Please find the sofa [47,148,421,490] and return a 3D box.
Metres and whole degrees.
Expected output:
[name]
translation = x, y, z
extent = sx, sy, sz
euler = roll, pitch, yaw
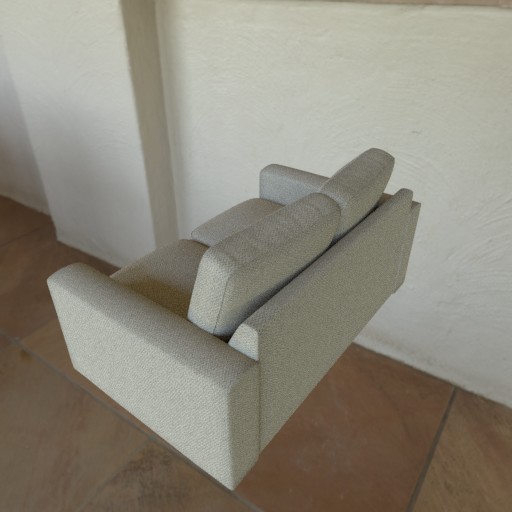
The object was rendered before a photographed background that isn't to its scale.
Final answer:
[sofa]
translation = 0.000, 0.000, 2.164
extent = 1.016, 0.873, 1.616
euler = 23, 39, 31
